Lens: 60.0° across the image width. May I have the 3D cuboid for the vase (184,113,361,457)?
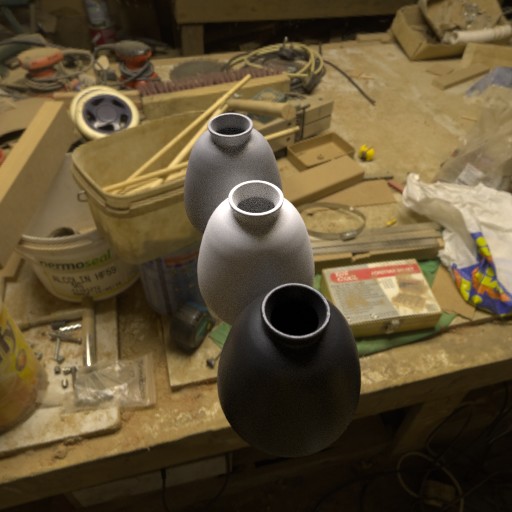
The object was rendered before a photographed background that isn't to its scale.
[{"bbox_3d":[0.000,0.000,0.357,0.097,0.122,0.297,-9,48,-9],"label":"vase"}]
